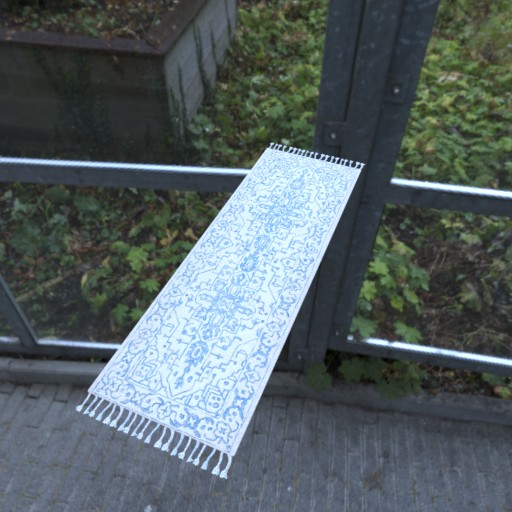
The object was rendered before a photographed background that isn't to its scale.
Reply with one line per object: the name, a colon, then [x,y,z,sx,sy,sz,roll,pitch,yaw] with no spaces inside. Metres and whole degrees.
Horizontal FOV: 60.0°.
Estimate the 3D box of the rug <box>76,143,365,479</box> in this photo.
rug: [0.000,0.000,2.700,0.774,0.011,2.449,17,48,16]
